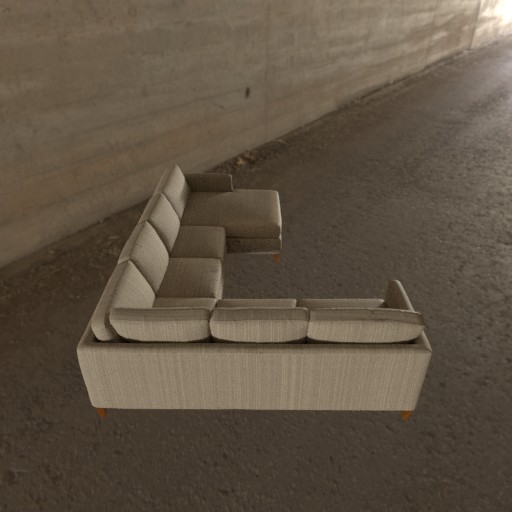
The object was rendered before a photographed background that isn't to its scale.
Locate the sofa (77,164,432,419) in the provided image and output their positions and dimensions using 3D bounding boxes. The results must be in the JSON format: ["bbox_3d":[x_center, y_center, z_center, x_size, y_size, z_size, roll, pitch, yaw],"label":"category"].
[{"bbox_3d":[0.000,0.000,4.740,2.594,0.961,3.460,0,32,0],"label":"sofa"}]
